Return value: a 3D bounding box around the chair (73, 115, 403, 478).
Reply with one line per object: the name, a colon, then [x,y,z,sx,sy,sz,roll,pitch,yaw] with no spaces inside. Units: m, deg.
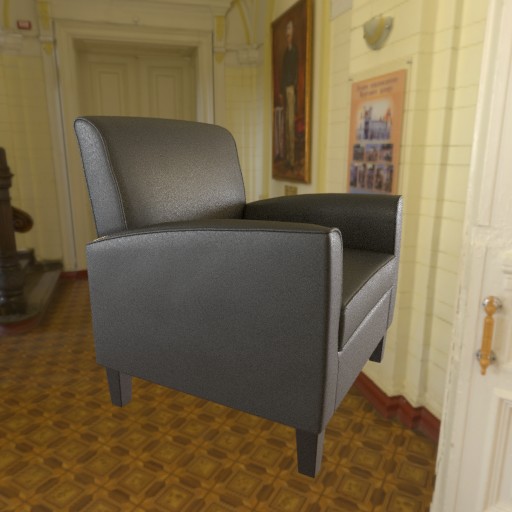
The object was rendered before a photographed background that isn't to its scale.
chair: [0.000,0.000,1.507,0.819,0.916,0.820,7,16,28]
